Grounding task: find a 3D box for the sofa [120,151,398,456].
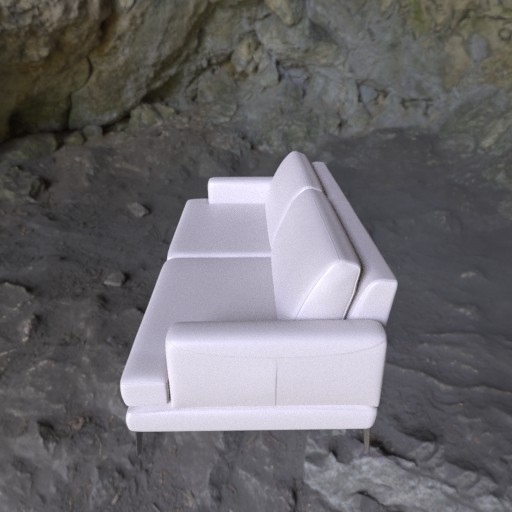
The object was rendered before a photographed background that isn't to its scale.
[{"bbox_3d":[0.000,0.000,2.364,0.974,0.765,1.940,0,26,-1],"label":"sofa"}]
